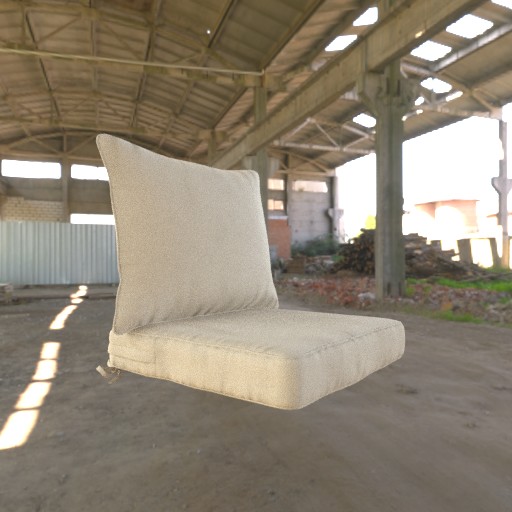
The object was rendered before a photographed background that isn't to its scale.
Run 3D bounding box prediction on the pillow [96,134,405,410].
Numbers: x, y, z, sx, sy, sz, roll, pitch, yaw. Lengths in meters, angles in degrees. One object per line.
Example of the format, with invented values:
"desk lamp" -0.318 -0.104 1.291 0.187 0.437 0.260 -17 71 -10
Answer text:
"pillow" 0.000 0.000 1.402 0.733 0.716 0.798 0 0 38
